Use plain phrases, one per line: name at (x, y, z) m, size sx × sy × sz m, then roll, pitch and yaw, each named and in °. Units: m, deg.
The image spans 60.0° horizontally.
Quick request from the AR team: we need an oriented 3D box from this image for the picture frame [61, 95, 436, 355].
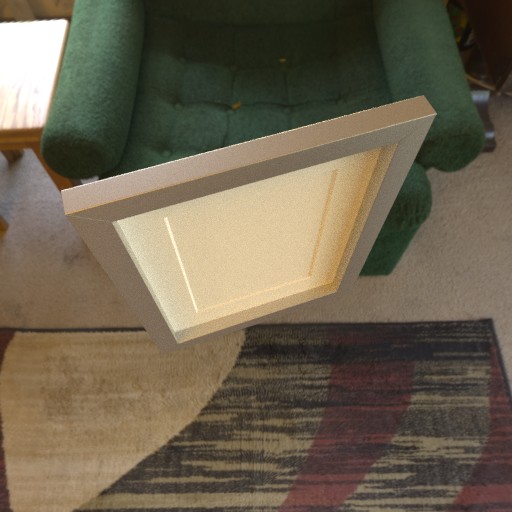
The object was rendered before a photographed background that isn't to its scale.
picture frame at (0.000, 0.000, 0.525) m, size 0.307 × 0.386 × 0.036 m, roll -17°, pitch 64°, yaw -9°
